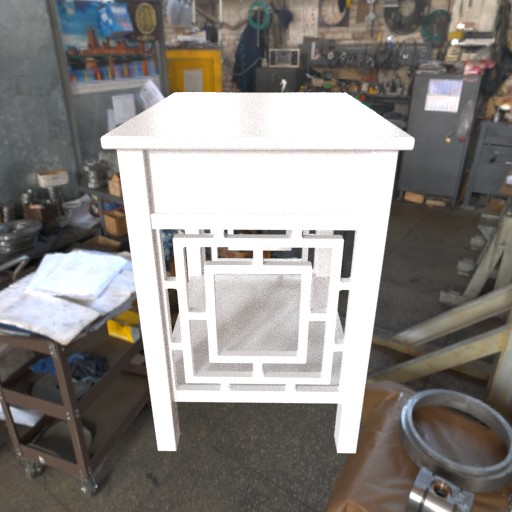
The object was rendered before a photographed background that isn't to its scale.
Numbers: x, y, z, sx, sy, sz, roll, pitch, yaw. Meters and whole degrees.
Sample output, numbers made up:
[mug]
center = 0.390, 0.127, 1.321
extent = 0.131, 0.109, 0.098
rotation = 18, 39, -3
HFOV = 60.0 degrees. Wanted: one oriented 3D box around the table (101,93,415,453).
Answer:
[table]
center = 0.000, 0.000, 1.013
extent = 0.451, 0.646, 0.564
rotation = 0, 26, 1
